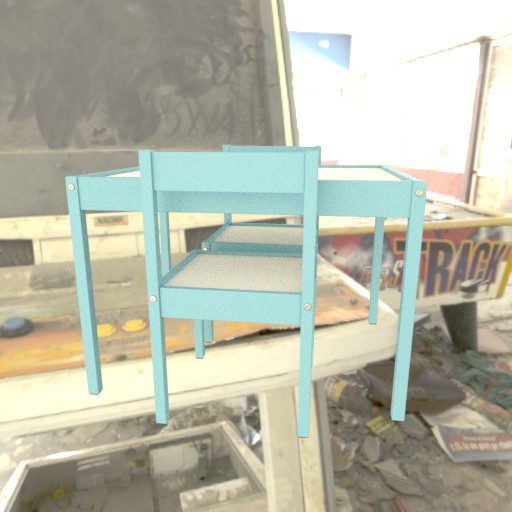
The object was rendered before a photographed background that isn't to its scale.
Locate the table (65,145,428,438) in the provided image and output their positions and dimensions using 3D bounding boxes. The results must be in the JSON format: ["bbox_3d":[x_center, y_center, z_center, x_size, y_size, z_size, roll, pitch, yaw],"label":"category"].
[{"bbox_3d":[0.000,0.000,1.051,0.639,0.503,0.633,2,15,8],"label":"table"}]
